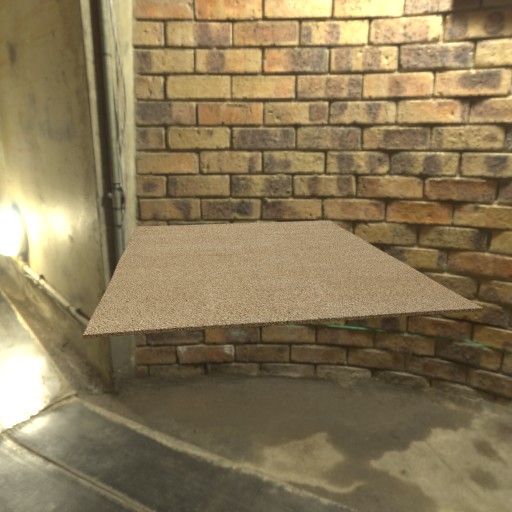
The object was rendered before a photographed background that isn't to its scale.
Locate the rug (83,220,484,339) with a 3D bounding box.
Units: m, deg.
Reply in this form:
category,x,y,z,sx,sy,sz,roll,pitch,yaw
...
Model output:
category,x,y,z,sx,sy,sz,roll,pitch,yaw
rug,0.000,0.000,4.018,2.400,0.025,3.000,-2,15,-9
